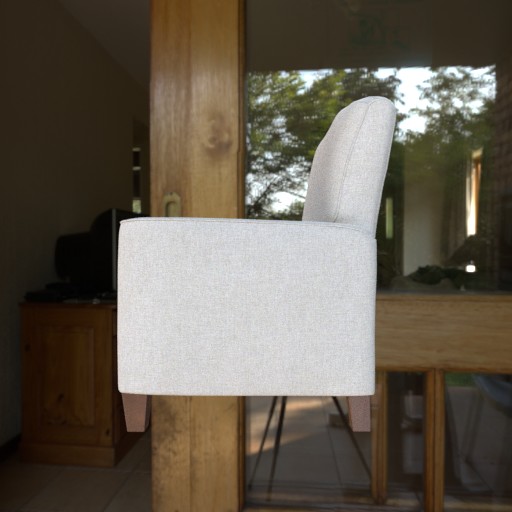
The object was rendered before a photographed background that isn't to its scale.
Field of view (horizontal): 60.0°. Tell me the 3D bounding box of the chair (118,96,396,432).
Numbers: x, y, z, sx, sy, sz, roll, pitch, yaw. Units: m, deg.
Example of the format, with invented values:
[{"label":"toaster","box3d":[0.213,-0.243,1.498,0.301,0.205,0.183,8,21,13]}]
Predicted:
[{"label":"chair","box3d":[0.000,0.000,1.672,0.859,1.023,0.845,0,1,0]}]
